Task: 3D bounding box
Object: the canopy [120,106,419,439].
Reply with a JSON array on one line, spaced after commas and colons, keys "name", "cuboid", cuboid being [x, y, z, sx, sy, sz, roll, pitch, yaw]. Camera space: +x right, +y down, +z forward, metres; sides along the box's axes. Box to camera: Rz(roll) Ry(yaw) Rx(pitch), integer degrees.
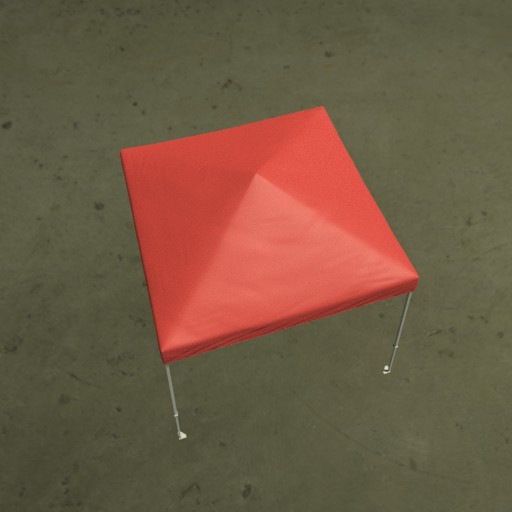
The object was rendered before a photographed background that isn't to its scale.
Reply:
[{"name": "canopy", "cuboid": [0.000, 0.000, 5.139, 2.849, 2.849, 2.848, -15, 60, -9]}]
